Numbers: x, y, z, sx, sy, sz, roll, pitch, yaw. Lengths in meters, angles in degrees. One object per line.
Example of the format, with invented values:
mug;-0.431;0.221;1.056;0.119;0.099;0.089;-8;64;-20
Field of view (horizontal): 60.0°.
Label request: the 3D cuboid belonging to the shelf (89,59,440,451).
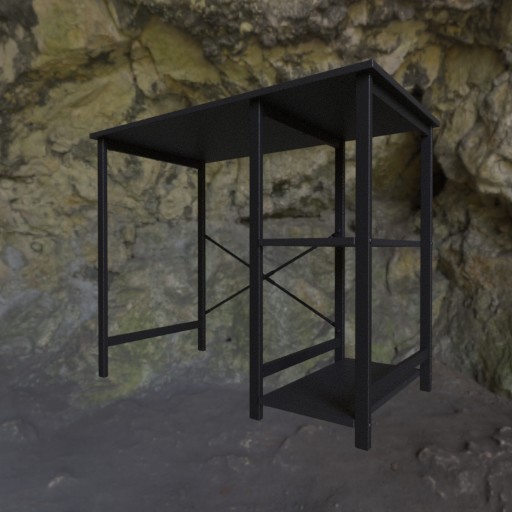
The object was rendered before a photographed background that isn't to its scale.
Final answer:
shelf;0.000;0.000;1.300;0.902;0.749;0.498;1;1;36
